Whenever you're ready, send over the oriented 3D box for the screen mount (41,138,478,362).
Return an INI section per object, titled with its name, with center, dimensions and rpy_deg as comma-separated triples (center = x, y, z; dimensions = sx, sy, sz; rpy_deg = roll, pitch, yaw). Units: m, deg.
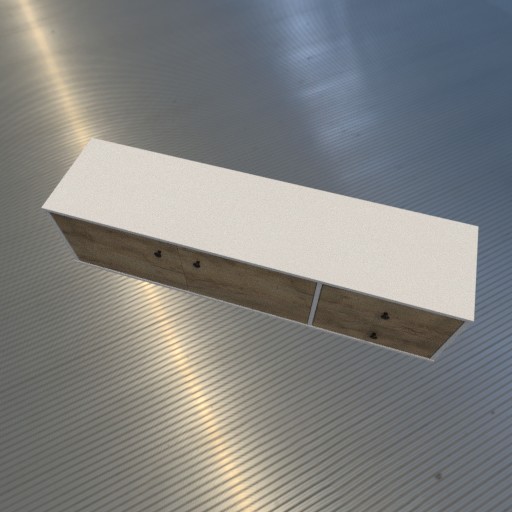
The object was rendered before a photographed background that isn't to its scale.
[screen mount]
center = 0.000, 0.000, 1.885
dimensions = 1.600, 0.520, 0.418
rpy_deg = 15, 59, 9
